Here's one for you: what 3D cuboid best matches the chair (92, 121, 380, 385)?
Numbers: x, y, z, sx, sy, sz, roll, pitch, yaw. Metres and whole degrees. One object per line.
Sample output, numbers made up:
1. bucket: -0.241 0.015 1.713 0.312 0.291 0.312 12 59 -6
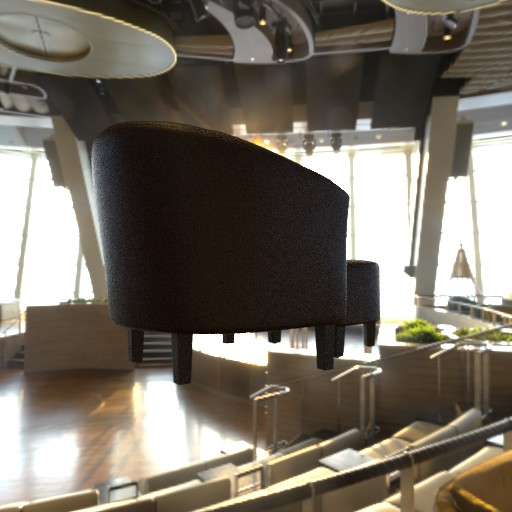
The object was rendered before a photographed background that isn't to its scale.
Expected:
1. chair: 0.000 0.000 1.667 1.176 0.755 0.737 1 -2 -36
